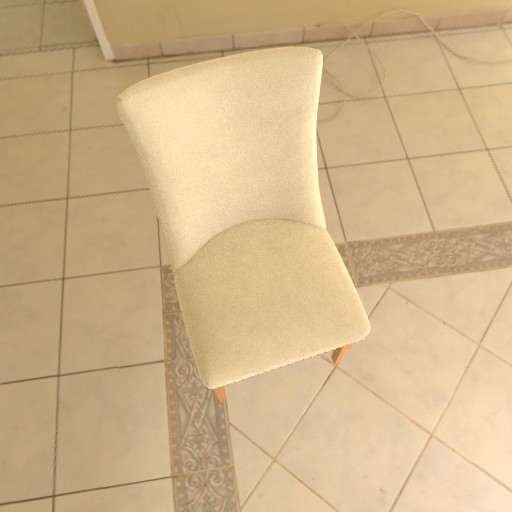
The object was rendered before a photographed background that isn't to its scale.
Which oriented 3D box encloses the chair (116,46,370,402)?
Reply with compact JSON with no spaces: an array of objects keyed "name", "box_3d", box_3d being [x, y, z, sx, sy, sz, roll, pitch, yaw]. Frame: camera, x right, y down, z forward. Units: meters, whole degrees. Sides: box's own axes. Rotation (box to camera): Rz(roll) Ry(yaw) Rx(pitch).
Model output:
[{"name":"chair","box_3d":[0.000,0.000,1.271,0.495,0.902,0.610,-16,66,-8]}]
